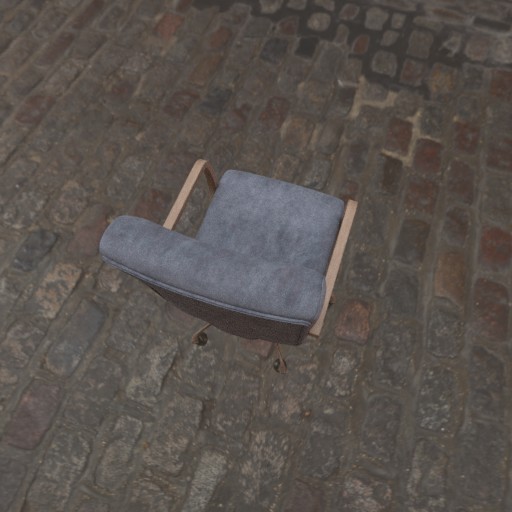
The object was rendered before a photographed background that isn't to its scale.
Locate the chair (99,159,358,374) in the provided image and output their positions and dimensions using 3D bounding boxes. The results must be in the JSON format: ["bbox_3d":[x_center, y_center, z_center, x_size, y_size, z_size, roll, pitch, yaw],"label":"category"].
[{"bbox_3d":[0.000,0.000,1.495,0.640,1.029,0.741,17,63,9],"label":"chair"}]
